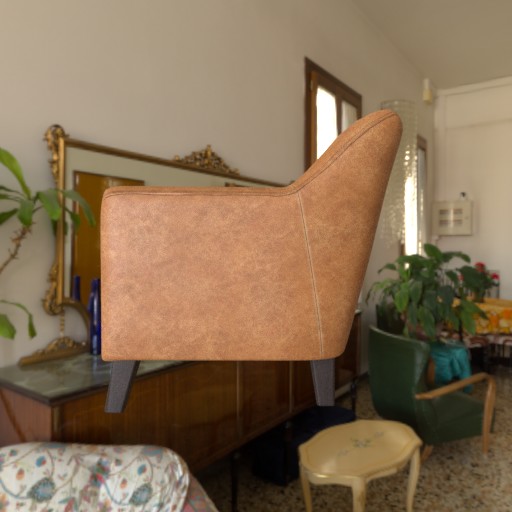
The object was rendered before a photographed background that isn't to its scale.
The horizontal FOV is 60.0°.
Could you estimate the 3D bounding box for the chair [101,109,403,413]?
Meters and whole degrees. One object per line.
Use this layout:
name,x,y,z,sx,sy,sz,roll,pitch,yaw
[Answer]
chair,0.000,0.000,1.858,1.034,0.980,1.037,0,1,0
